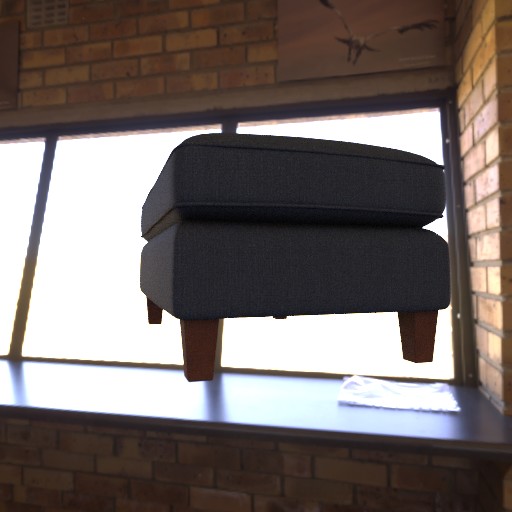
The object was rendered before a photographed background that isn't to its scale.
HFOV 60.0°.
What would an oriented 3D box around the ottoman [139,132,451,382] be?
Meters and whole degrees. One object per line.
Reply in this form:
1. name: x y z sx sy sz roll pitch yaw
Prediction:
1. ottoman: 0.000 0.000 1.189 0.570 0.438 0.885 0 -1 -18
